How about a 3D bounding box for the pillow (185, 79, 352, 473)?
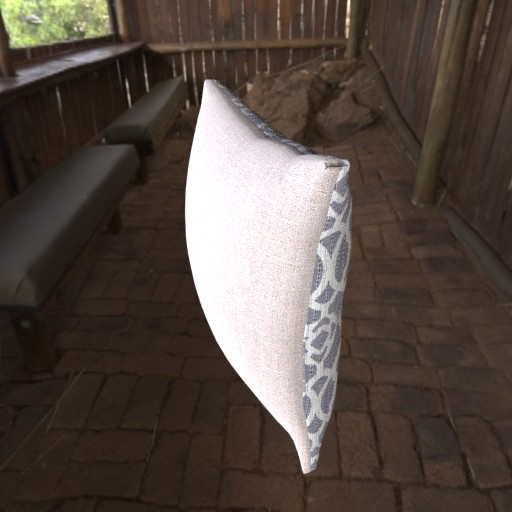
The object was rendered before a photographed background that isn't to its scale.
[{"bbox_3d":[0.000,0.000,0.762,0.215,0.498,0.508,-10,32,-17],"label":"pillow"}]
